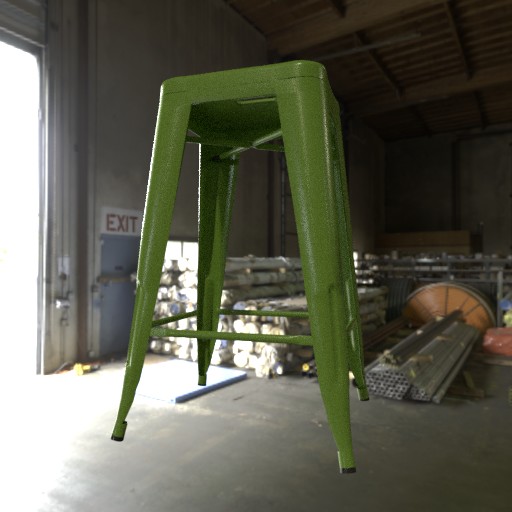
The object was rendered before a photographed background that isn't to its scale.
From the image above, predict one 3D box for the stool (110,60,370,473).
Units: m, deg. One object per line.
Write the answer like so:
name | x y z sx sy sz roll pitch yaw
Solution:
stool | 0.000 0.000 0.837 0.398 0.609 0.358 0 -1 18
